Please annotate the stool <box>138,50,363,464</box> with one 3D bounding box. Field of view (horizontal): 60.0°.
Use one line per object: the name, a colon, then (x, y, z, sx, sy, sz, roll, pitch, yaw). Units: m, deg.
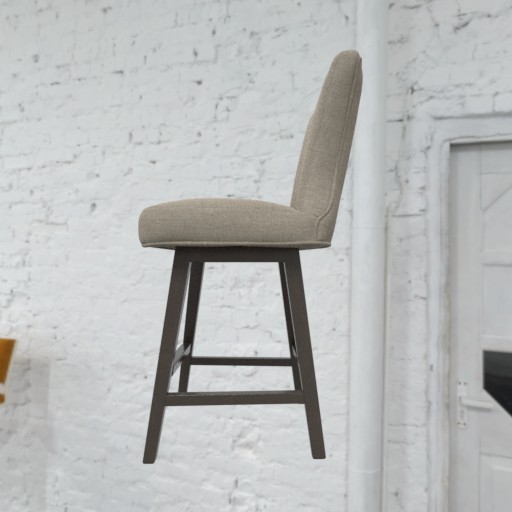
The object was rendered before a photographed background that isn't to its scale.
stool: (0.000, 0.000, 1.308, 0.574, 1.000, 0.514, 0, -1, 0)
